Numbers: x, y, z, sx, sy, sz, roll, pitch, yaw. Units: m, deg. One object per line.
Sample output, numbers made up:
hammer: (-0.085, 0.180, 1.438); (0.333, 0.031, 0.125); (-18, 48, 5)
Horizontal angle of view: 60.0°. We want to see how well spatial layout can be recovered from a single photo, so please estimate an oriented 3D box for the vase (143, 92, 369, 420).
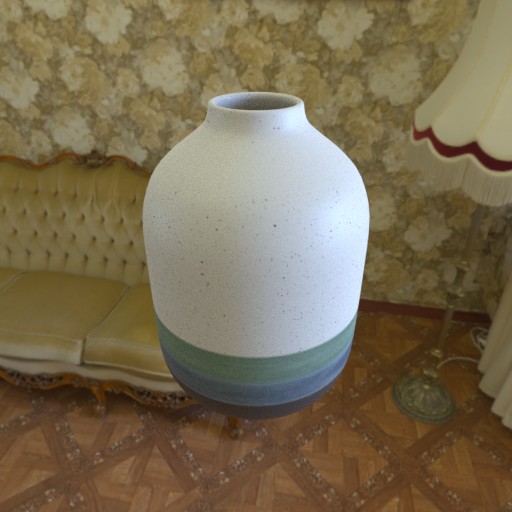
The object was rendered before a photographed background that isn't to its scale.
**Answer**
vase: (0.000, 0.000, 0.356); (0.169, 0.240, 0.169); (0, 30, 0)
